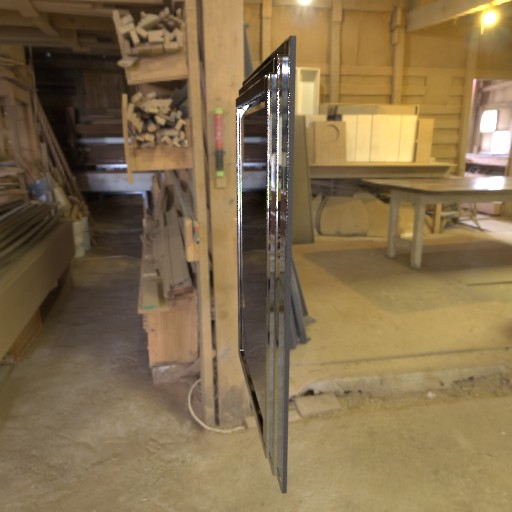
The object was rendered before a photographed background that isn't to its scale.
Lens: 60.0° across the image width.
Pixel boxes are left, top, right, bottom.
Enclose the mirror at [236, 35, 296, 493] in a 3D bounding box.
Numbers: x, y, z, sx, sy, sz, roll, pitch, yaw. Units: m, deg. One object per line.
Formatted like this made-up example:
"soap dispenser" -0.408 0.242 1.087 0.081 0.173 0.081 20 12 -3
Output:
"mirror" 0.000 0.000 1.143 0.039 0.914 0.613 -2 15 -9
